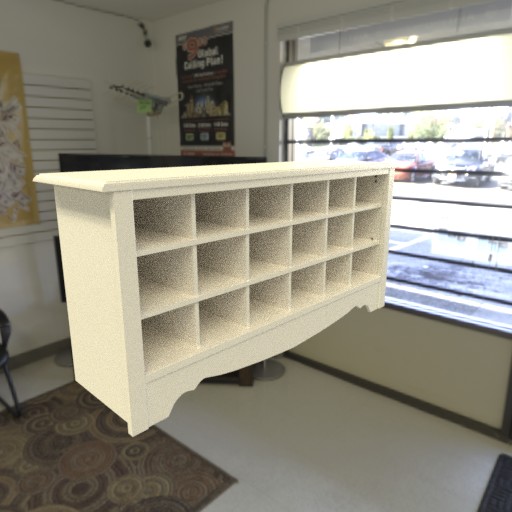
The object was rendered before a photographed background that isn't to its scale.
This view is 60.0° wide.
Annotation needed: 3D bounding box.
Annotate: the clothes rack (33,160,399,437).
[{"bbox_3d":[0.000,0.000,1.347,0.324,0.531,1.120,13,20,42],"label":"clothes rack"}]
